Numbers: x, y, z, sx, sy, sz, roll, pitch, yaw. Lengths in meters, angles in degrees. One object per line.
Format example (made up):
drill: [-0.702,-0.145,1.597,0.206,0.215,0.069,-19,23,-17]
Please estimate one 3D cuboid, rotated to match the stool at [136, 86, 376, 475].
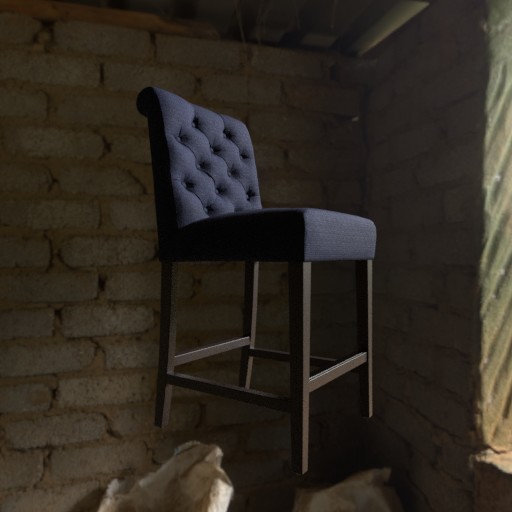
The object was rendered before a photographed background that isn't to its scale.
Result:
stool: [0.000,0.000,1.362,0.601,1.010,0.493,0,1,35]
